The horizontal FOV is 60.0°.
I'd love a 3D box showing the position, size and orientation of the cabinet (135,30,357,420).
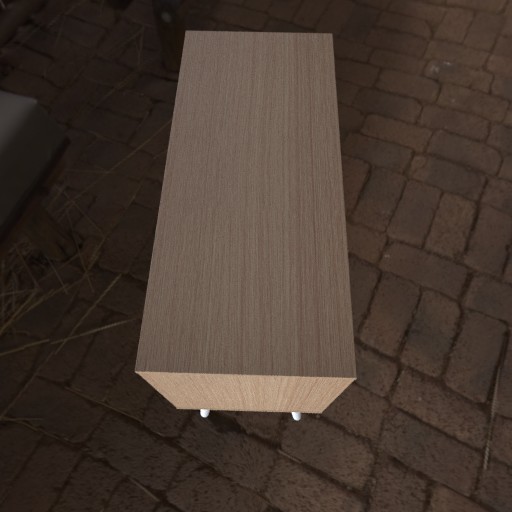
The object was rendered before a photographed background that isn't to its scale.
[{"bbox_3d":[0.000,0.000,1.603,0.470,1.016,1.057,2,63,1],"label":"cabinet"}]
